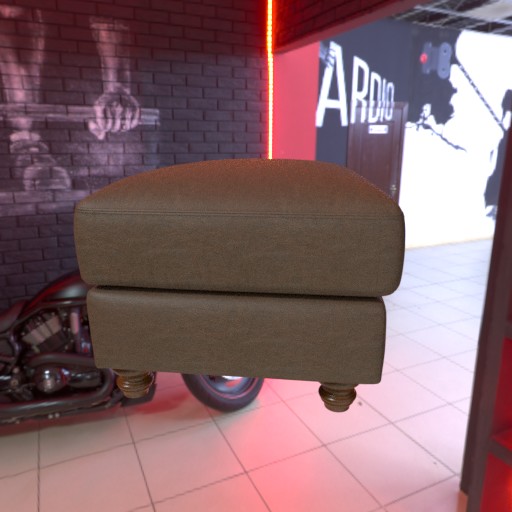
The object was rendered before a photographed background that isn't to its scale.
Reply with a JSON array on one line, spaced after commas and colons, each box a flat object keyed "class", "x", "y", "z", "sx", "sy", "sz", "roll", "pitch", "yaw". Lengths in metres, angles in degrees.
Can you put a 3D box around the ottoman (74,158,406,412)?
[{"class": "ottoman", "x": 0.000, "y": 0.000, "z": 1.188, "sx": 0.635, "sy": 0.508, "sz": 0.787, "roll": 2, "pitch": 14, "yaw": 7}]
